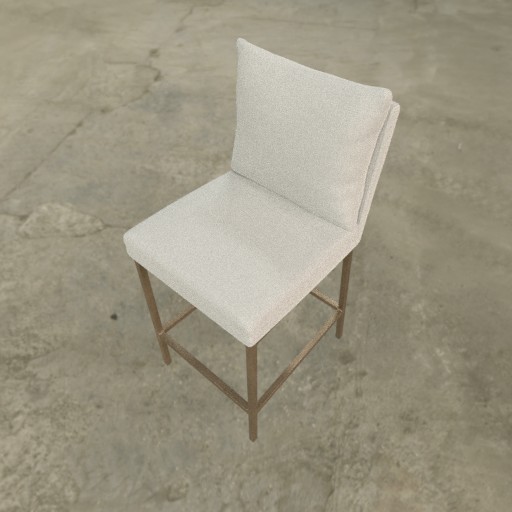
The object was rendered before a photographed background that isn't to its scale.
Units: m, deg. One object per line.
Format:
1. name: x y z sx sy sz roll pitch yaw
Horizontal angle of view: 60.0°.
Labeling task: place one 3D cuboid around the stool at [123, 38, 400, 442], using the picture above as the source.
1. stool: 0.000 0.000 1.315 0.463 1.032 0.572 32 55 27
